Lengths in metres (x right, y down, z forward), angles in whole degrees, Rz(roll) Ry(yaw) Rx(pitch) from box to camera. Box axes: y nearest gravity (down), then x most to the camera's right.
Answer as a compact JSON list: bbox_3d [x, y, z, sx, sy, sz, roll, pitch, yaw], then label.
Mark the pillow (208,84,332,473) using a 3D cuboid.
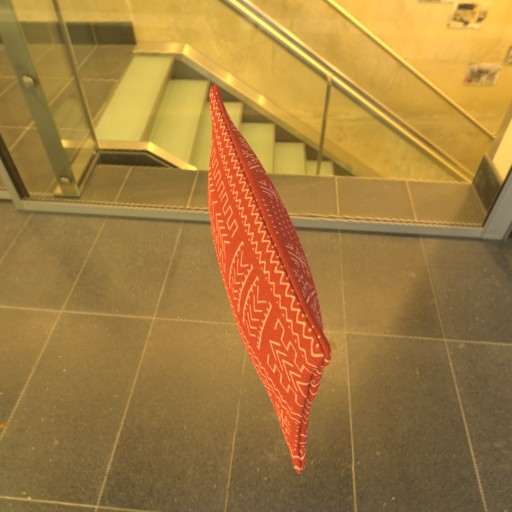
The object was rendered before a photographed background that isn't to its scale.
[{"bbox_3d":[0.000,0.000,0.792,0.130,0.352,0.640,-11,47,-10],"label":"pillow"}]
